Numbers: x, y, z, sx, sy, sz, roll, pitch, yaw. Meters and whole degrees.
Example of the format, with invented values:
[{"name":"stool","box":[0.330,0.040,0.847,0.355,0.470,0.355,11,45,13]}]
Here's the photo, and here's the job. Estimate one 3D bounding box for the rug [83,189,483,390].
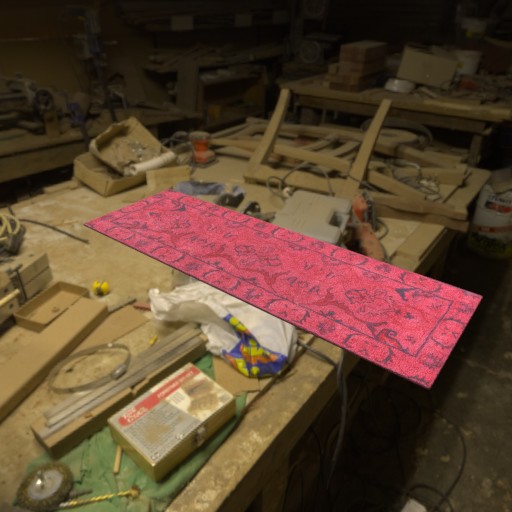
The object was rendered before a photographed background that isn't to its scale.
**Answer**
[{"name":"rug","box":[0.000,0.000,2.730,2.439,0.018,0.813,22,37,32]}]
